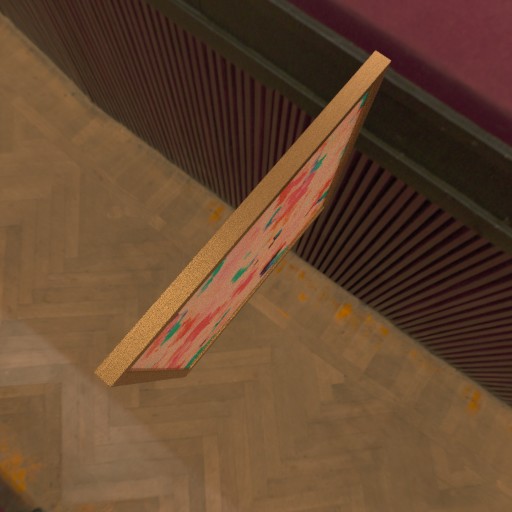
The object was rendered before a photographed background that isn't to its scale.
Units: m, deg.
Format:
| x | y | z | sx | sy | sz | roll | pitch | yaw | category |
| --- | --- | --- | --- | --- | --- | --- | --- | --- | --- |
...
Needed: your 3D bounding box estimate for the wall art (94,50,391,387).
| x | y | z | sx | sy | sz | roll | pitch | yaw | category |
| --- | --- | --- | --- | --- | --- | --- | --- | --- | --- |
| 0.000 | 0.000 | 1.142 | 0.036 | 0.765 | 0.767 | 38 | 79 | 9 | wall art |
